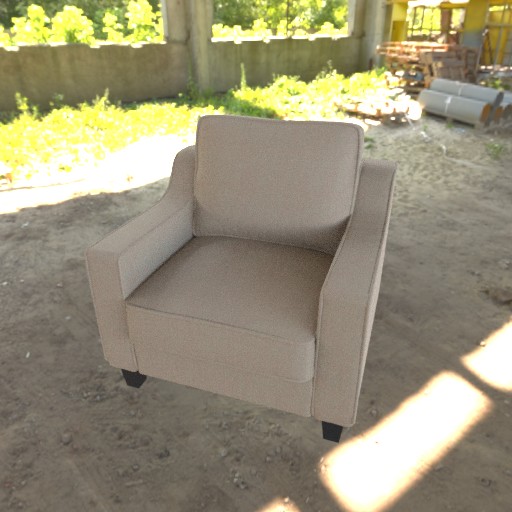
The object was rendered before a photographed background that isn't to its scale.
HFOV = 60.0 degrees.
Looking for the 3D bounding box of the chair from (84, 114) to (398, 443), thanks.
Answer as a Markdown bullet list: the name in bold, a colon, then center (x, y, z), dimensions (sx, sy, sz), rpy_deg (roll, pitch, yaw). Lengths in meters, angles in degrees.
- **chair**: center (0.000, 0.000, 1.696), dimensions (0.922, 0.948, 0.882), rpy_deg (9, 28, 17)
